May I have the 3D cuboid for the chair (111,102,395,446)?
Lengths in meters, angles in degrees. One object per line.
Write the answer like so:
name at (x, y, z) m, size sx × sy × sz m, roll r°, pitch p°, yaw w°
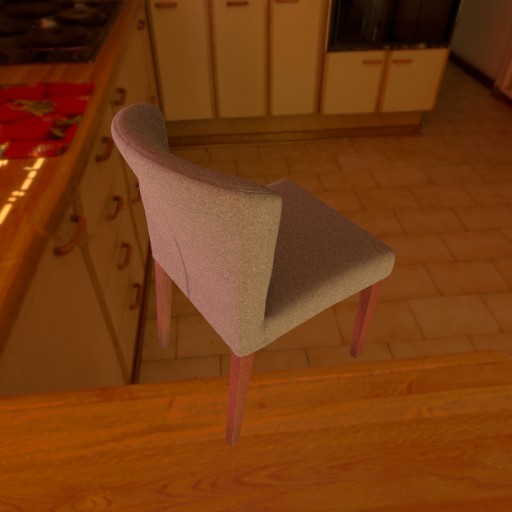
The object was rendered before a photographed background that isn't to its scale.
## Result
chair at (0.000, 0.000, 1.198) m, size 0.592 × 0.839 × 0.491 m, roll -25°, pitch 47°, yaw -27°
